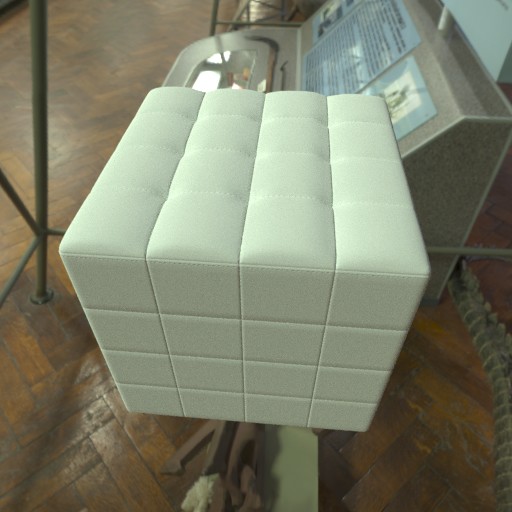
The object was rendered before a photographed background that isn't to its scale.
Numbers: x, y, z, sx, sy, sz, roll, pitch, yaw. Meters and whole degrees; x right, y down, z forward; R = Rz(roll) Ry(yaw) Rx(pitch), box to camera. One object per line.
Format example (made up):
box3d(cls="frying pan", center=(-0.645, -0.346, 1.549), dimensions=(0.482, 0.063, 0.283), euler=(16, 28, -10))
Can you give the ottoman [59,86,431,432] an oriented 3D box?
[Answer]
box3d(cls="ottoman", center=(0.000, 0.000, 0.782), dimensions=(0.425, 0.432, 0.425), euler=(3, 45, 4))
